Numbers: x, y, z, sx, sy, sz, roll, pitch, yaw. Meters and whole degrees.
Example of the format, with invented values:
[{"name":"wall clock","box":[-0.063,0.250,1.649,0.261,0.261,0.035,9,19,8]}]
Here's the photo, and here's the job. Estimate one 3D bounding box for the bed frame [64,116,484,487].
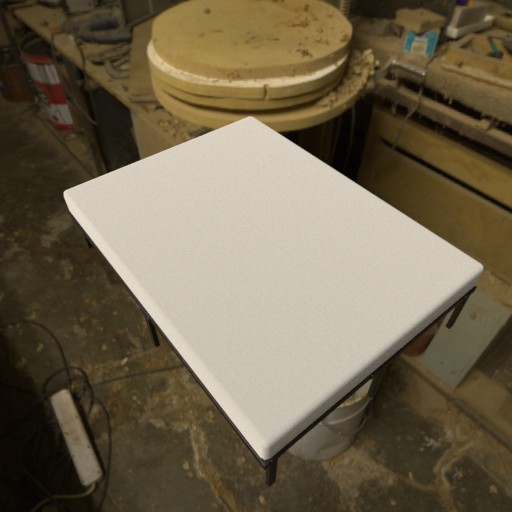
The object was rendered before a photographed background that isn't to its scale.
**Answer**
[{"name":"bed frame","box":[0.000,0.000,3.554,1.990,0.680,2.635,-30,53,-25]}]
